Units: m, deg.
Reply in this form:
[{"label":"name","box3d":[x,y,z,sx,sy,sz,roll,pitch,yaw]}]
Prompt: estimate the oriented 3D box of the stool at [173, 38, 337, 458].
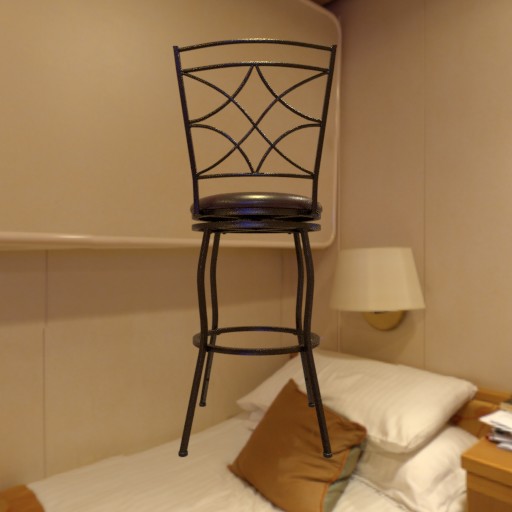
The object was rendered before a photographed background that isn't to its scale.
[{"label":"stool","box3d":[0.000,0.000,1.390,0.434,1.117,0.534,0,0,1]}]
